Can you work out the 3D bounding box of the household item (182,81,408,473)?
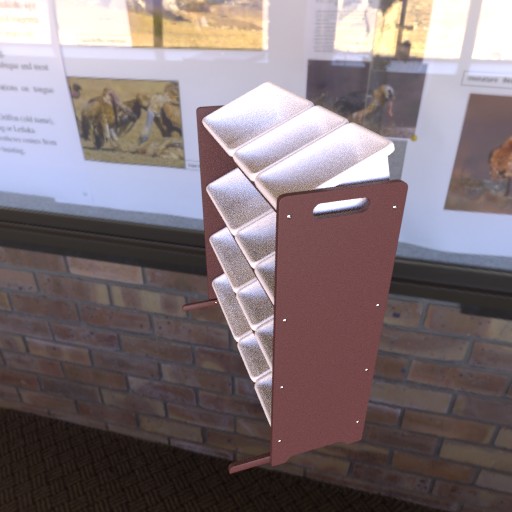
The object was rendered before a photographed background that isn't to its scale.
[{"bbox_3d":[0.000,0.000,1.329,0.389,0.864,0.787,-9,32,-15],"label":"household item"}]
